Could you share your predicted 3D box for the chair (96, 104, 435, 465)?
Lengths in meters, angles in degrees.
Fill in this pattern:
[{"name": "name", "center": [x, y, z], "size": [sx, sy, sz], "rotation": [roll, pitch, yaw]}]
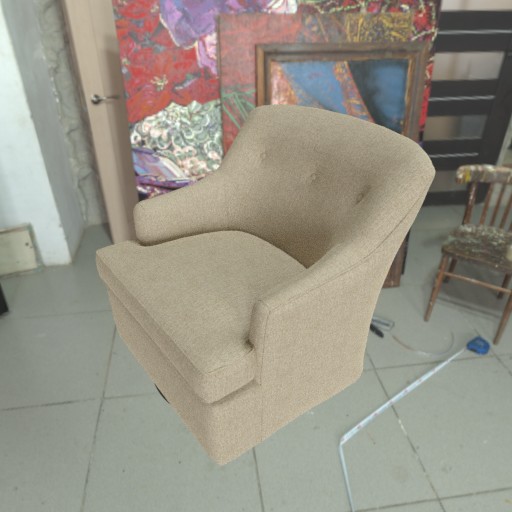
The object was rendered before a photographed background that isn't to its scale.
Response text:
[{"name": "chair", "center": [0.000, 0.000, 1.585], "size": [0.923, 0.856, 0.864], "rotation": [-22, 38, -31]}]
